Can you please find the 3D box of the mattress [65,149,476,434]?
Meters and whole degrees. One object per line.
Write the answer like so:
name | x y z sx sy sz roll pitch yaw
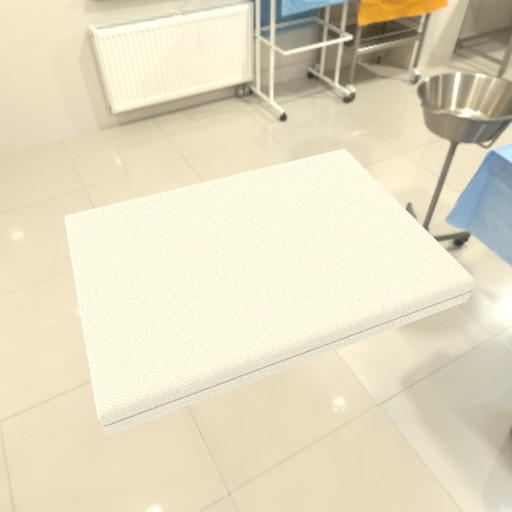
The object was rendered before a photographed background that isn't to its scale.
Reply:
mattress | 0.000 0.000 2.608 2.000 0.200 1.400 -16 48 -15
